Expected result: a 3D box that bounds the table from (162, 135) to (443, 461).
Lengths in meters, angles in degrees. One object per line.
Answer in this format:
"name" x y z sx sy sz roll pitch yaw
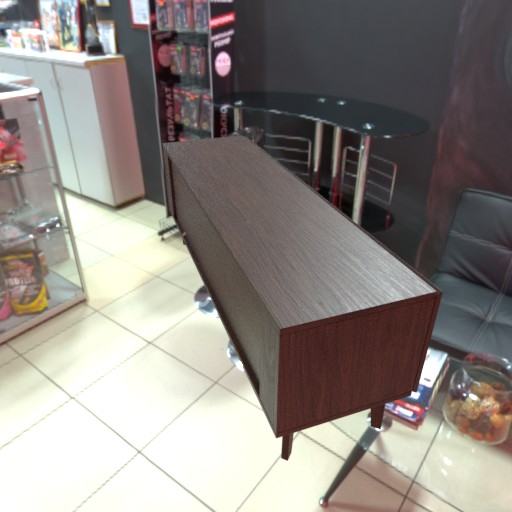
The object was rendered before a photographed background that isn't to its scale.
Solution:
"table" 0.000 0.000 1.648 0.405 0.508 1.397 -10 32 -17
